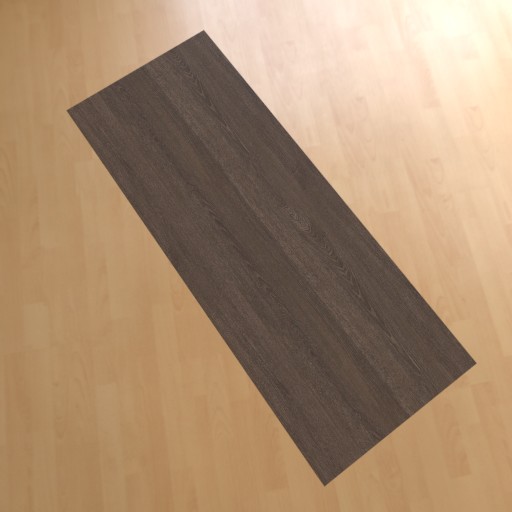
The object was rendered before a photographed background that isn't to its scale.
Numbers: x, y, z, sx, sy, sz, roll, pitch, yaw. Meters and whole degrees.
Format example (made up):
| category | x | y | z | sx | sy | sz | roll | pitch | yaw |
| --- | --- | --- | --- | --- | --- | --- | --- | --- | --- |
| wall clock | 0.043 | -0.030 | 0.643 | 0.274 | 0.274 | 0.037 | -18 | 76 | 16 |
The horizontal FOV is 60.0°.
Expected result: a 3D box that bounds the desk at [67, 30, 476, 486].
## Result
| category | x | y | z | sx | sy | sz | roll | pitch | yaw |
| --- | --- | --- | --- | --- | --- | --- | --- | --- | --- |
| desk | 0.000 | 0.000 | 1.860 | 0.600 | 0.760 | 1.524 | -35 | 78 | -9 |
